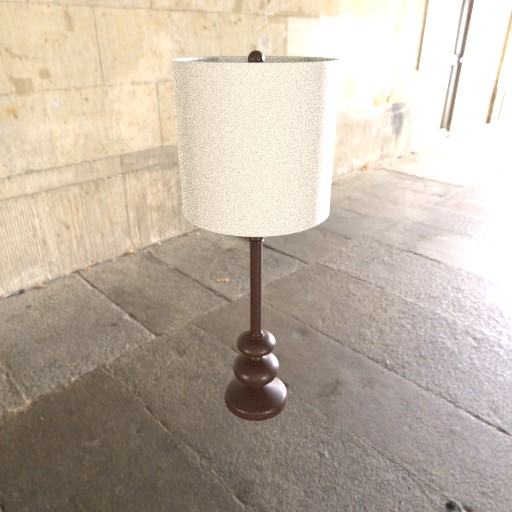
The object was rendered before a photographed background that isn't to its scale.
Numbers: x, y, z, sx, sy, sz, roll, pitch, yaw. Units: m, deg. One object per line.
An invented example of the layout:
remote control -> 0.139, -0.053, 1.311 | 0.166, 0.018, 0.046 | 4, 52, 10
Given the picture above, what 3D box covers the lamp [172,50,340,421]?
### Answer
lamp -> 0.000, 0.000, 0.819 | 0.254, 0.690, 0.254 | 0, 26, 1
